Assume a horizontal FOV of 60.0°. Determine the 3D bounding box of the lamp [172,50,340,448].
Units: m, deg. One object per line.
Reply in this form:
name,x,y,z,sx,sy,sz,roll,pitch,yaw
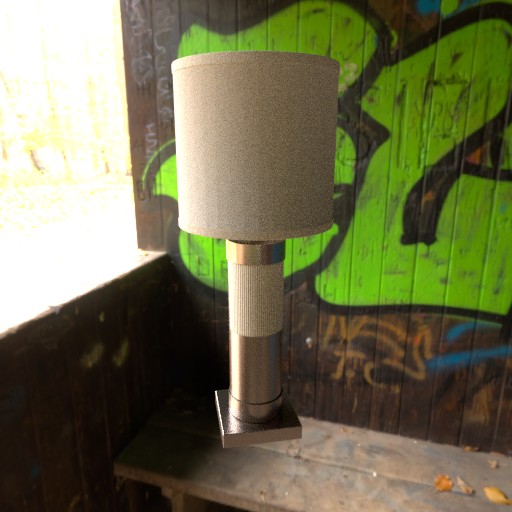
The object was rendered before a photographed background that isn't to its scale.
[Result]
lamp,0.000,0.000,0.601,0.202,0.509,0.202,-3,15,-10
